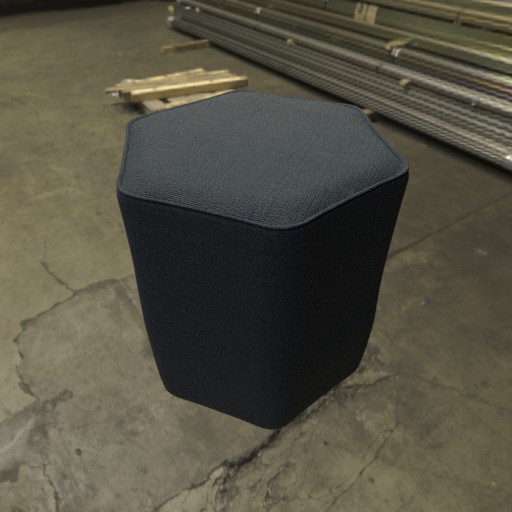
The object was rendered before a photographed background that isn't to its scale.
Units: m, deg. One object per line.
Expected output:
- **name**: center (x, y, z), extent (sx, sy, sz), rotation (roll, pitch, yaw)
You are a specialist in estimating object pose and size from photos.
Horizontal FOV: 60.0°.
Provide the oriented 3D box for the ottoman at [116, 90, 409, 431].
- **ottoman**: center (0.000, 0.000, 0.877), extent (0.492, 0.505, 0.454), rotation (-24, 45, -26)
